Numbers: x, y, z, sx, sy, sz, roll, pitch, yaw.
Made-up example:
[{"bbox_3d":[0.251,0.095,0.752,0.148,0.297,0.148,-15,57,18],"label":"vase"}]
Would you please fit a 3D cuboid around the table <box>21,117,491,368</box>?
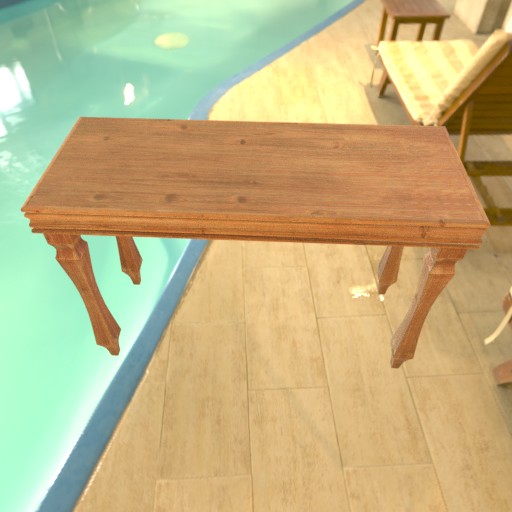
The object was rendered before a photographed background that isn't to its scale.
[{"bbox_3d":[0.000,0.000,1.743,1.330,0.873,0.522,2,47,2],"label":"table"}]
